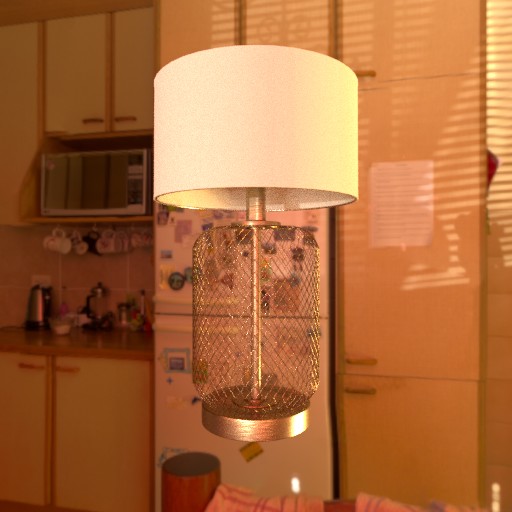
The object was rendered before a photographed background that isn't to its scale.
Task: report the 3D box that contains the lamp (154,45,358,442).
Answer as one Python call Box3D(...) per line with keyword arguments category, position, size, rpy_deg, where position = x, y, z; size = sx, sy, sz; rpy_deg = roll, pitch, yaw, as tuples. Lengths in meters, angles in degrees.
Box3D(category="lamp", position=(0.000, 0.000, 0.783), size=(0.353, 0.578, 0.353), rpy_deg=(0, 0, 0))
